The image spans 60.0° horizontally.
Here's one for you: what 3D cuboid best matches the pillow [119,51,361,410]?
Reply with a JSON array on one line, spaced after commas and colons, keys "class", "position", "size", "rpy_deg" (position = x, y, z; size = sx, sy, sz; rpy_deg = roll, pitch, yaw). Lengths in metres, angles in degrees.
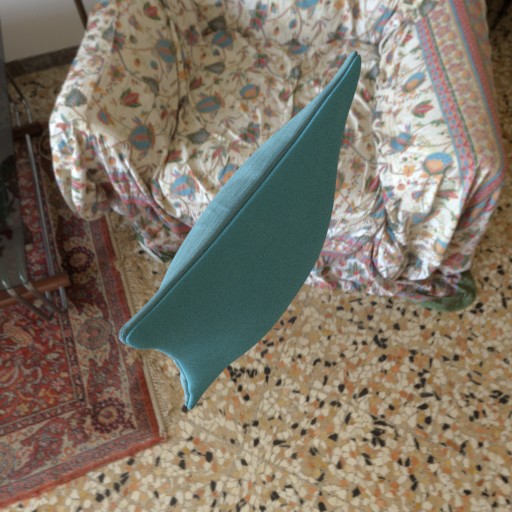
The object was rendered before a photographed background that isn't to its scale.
[{"class": "pillow", "position": [0.000, 0.000, 0.640], "size": [0.151, 0.415, 0.433], "rpy_deg": [31, 68, 14]}]
